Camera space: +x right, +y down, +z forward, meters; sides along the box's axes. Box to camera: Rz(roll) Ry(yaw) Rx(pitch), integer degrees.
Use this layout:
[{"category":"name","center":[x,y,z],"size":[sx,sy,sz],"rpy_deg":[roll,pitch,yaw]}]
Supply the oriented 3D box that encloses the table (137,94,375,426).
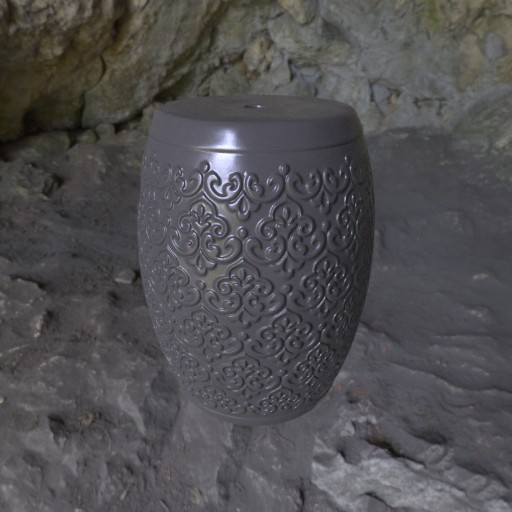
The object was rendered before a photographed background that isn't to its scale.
[{"category":"table","center":[0.000,0.000,0.609],"size":[0.309,0.397,0.309],"rpy_deg":[0,26,0]}]
